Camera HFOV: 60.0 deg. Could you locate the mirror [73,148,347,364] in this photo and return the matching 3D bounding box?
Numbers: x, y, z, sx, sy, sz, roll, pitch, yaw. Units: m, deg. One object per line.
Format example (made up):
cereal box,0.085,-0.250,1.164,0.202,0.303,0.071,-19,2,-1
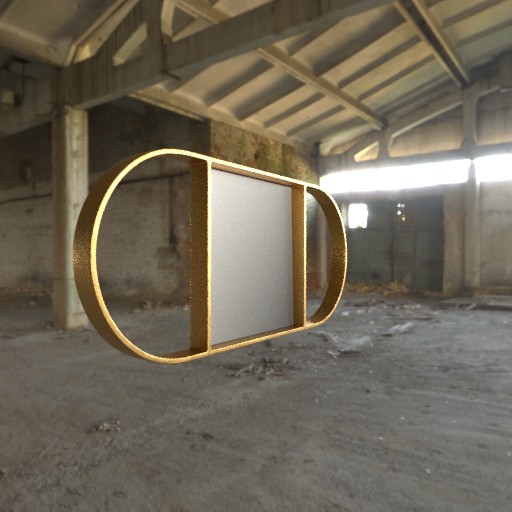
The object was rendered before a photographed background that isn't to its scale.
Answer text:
mirror,0.000,0.000,0.672,0.032,0.254,0.584,0,0,36
